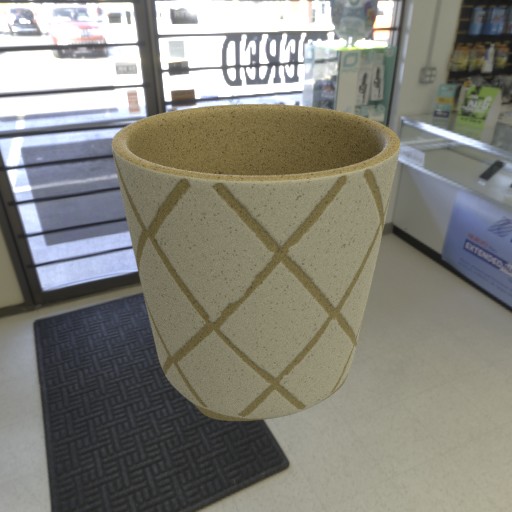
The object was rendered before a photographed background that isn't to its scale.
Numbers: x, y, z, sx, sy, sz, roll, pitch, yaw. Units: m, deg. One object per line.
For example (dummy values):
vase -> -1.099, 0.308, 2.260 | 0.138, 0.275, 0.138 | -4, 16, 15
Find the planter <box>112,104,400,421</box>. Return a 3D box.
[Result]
planter -> 0.000, 0.000, 0.420 | 0.228, 0.235, 0.228 | 0, 30, 0
